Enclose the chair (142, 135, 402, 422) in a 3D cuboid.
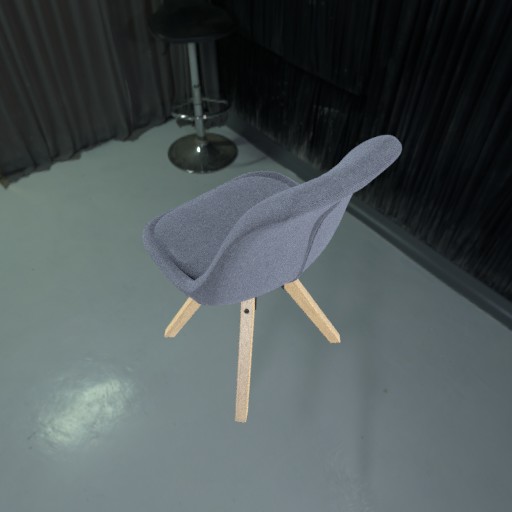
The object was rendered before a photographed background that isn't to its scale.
[{"bbox_3d":[0.000,0.000,1.184,0.485,0.850,0.550,-32,55,-26],"label":"chair"}]
